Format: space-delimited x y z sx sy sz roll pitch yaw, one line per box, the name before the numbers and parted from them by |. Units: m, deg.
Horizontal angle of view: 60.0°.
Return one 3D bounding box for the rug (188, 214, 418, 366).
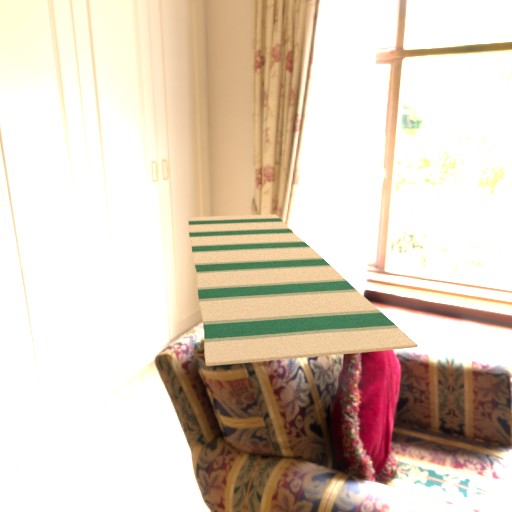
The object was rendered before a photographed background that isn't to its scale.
rug | 0.000 0.000 2.682 0.768 0.012 2.438 -3 17 -9
